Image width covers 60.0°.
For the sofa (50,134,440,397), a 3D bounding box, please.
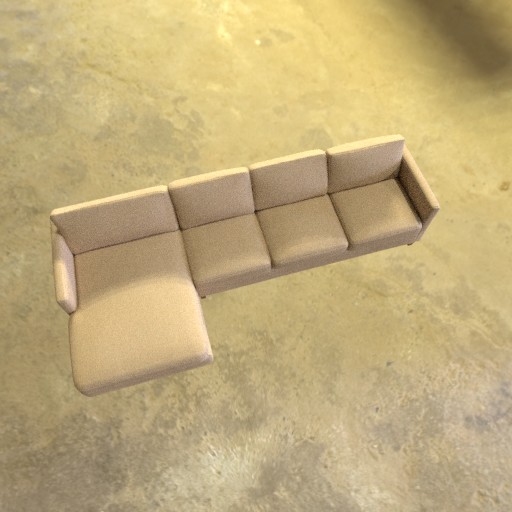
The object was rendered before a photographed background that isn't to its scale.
[{"bbox_3d":[0.000,0.000,3.760,3.201,0.876,1.502,-14,63,-7],"label":"sofa"}]
